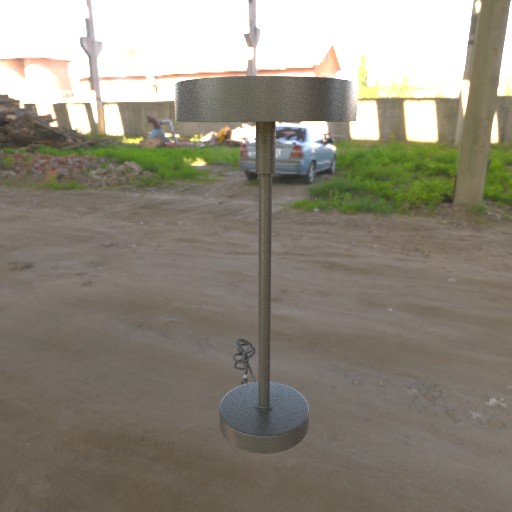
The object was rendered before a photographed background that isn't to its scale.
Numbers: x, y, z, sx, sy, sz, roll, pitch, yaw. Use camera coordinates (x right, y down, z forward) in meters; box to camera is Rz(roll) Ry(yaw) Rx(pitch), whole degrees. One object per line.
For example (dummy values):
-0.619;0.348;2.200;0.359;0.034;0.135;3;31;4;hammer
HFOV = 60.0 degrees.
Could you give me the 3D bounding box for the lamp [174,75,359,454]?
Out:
0.000;0.000;0.694;0.229;0.508;0.369;-3;17;-10;lamp
